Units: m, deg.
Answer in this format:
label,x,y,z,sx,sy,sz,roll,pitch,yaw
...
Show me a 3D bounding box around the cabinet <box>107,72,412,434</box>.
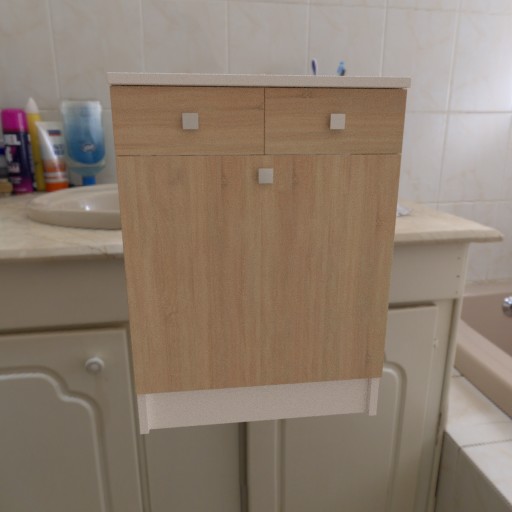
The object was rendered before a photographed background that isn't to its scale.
label,x,y,z,sx,sy,sz,roll,pitch,yaw
cabinet,0.000,0.000,1.113,0.600,0.815,0.296,-2,16,-7
